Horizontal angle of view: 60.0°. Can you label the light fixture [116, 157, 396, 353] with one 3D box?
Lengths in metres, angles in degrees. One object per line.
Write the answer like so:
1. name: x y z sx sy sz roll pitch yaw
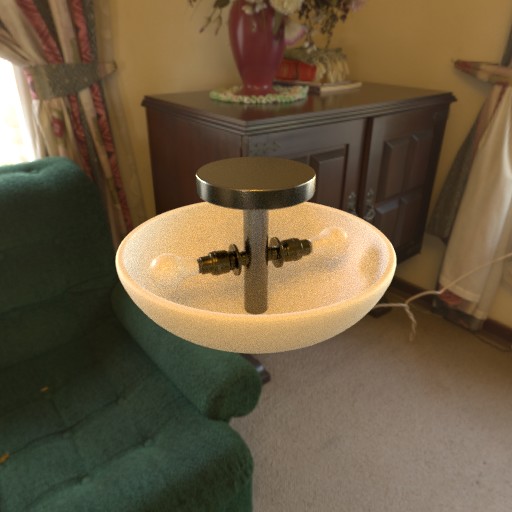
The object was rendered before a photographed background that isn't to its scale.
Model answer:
1. light fixture: 0.000 0.000 0.548 0.330 0.214 0.330 0 27 0
